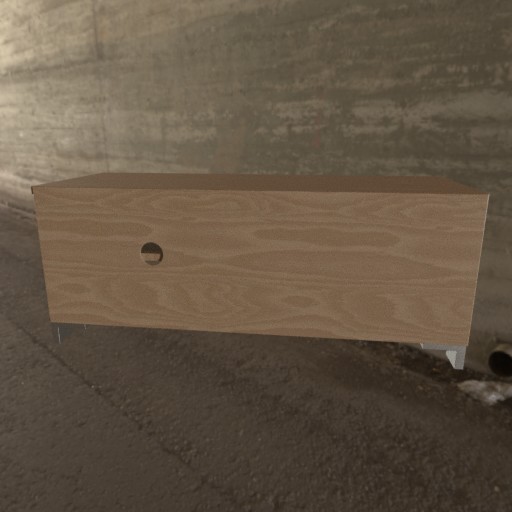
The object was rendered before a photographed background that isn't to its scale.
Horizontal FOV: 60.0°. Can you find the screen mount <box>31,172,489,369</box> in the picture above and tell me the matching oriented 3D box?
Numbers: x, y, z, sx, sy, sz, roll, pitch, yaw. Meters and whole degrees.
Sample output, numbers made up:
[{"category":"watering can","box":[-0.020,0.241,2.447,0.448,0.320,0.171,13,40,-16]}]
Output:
[{"category":"screen mount","box":[0.000,0.000,1.286,1.084,0.432,0.406,2,16,7]}]
